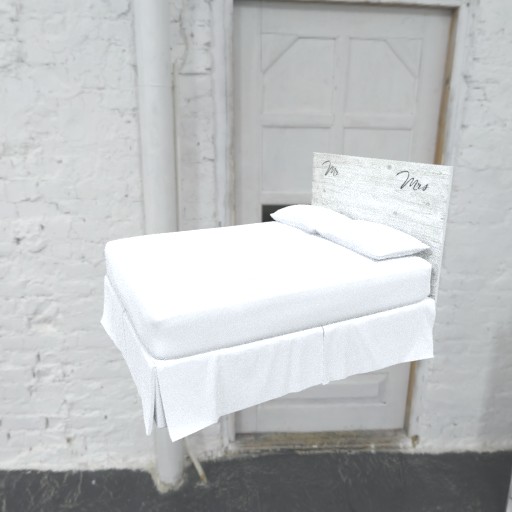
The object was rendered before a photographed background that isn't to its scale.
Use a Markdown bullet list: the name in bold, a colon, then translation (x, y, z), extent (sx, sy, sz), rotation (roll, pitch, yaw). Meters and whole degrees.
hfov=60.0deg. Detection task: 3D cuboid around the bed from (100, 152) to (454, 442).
- **bed**: translation (0.000, 0.000, 3.261), extent (2.094, 1.335, 1.745), rotation (-8, 19, -25)
